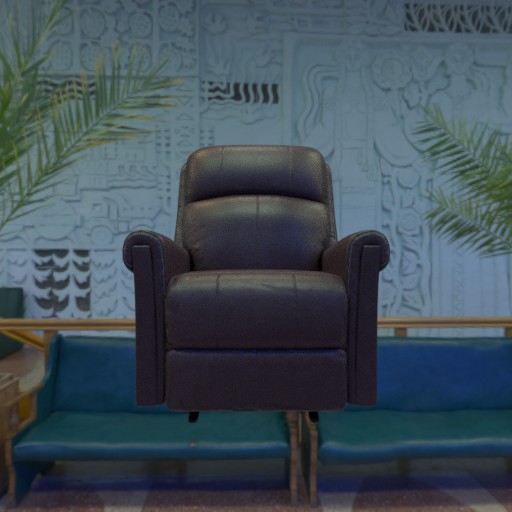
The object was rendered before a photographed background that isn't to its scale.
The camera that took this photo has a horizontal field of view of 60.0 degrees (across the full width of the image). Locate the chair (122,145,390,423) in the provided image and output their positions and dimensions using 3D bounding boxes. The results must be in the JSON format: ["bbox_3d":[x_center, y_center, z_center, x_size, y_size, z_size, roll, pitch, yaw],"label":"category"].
[{"bbox_3d":[0.000,0.000,1.828,0.838,1.054,1.014,0,1,0],"label":"chair"}]
